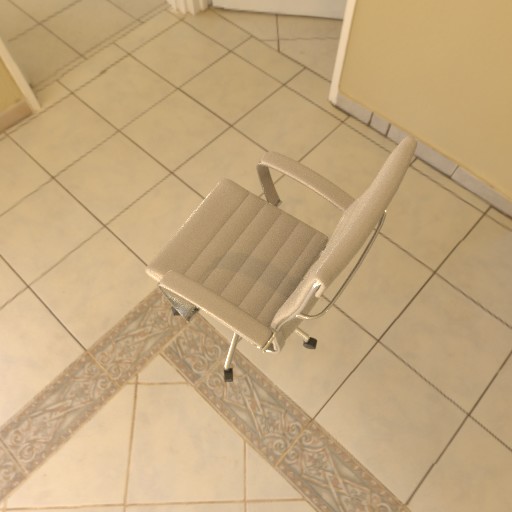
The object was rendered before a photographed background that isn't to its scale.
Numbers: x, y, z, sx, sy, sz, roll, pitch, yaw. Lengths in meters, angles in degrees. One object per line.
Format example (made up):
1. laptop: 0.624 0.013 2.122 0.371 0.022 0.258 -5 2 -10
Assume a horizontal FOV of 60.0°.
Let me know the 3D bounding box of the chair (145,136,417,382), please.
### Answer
1. chair: 0.000 0.000 1.533 0.667 1.149 0.679 31 67 15
